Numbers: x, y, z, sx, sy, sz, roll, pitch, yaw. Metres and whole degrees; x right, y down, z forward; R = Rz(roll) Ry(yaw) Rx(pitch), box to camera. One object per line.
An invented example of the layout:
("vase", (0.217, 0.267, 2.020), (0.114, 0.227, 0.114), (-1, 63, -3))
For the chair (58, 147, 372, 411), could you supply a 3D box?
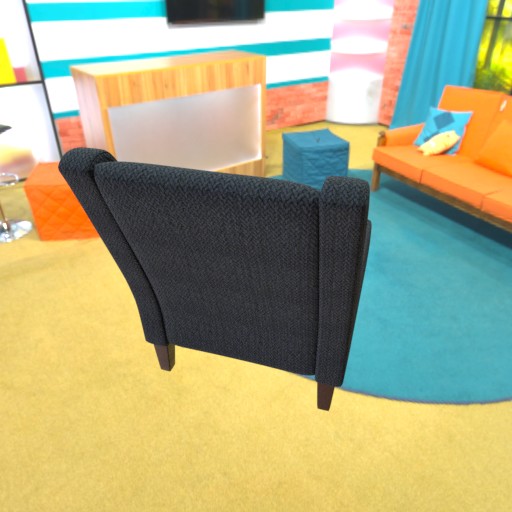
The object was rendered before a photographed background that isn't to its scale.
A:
("chair", (0.000, 0.000, 1.664), (0.793, 1.012, 0.944), (9, 33, 15))
